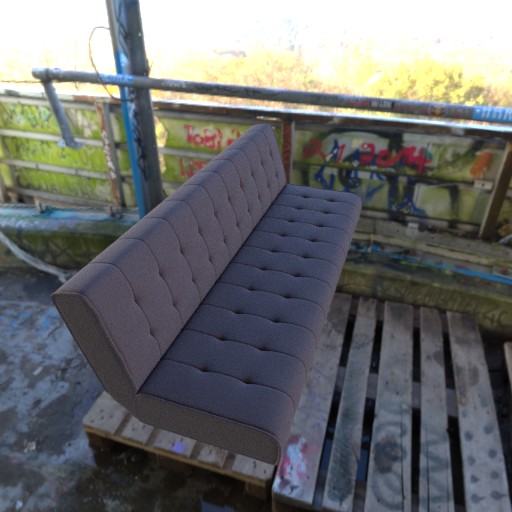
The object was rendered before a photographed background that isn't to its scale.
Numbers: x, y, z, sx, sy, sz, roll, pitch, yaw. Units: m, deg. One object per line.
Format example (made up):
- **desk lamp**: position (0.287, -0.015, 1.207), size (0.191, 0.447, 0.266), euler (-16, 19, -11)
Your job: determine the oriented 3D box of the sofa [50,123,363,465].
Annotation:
- **sofa**: position (0.000, 0.000, 2.015), size (0.747, 0.699, 1.703), euler (11, 34, 16)
